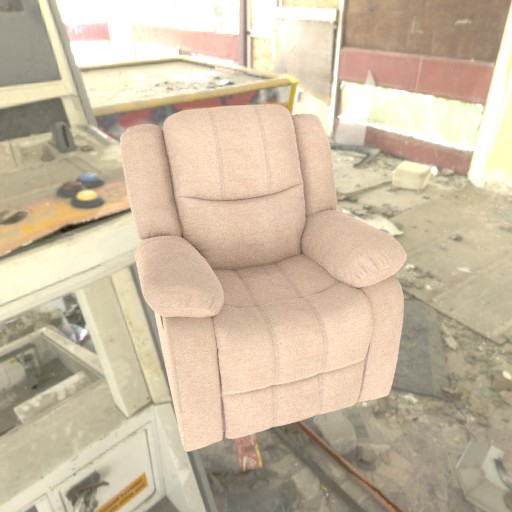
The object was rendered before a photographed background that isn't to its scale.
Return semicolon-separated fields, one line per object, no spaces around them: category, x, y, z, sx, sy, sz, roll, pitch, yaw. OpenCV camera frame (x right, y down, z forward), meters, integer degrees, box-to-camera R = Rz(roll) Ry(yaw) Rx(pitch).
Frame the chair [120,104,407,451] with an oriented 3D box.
chair;0.000;0.000;1.728;0.899;1.008;0.944;-9;32;-16
